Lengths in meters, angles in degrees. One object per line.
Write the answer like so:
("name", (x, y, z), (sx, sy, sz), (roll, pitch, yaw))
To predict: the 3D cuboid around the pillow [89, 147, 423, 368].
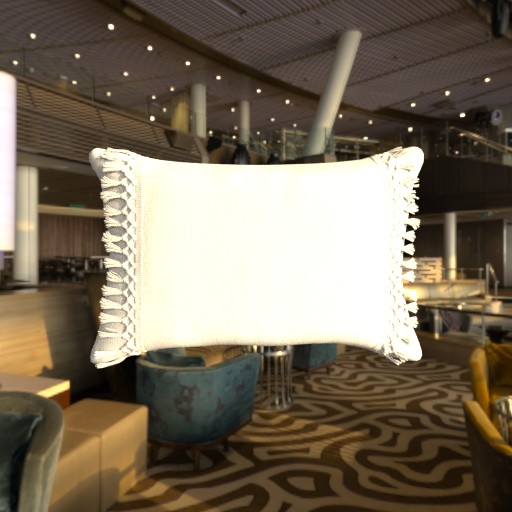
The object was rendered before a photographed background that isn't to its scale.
("pillow", (0.000, 0.000, 0.616), (0.466, 0.305, 0.084), (0, 0, 0))
